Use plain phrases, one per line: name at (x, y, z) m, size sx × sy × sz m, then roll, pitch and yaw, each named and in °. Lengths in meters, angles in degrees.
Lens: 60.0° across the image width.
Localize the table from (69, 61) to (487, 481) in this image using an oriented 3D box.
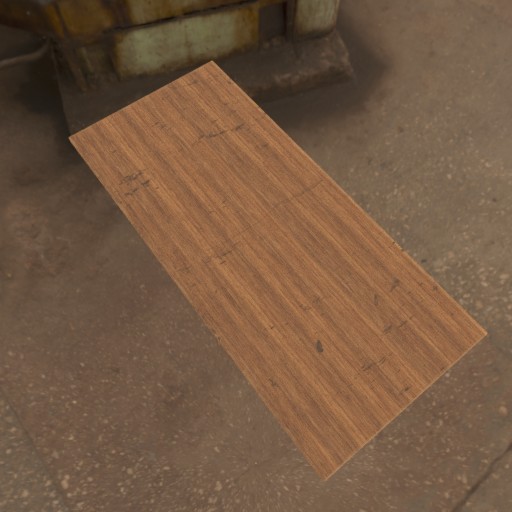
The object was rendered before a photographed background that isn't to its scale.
table at (0.000, 0.000, 2.618) m, size 1.000 × 0.757 × 2.200 m, roll -35°, pitch 70°, yaw -15°
